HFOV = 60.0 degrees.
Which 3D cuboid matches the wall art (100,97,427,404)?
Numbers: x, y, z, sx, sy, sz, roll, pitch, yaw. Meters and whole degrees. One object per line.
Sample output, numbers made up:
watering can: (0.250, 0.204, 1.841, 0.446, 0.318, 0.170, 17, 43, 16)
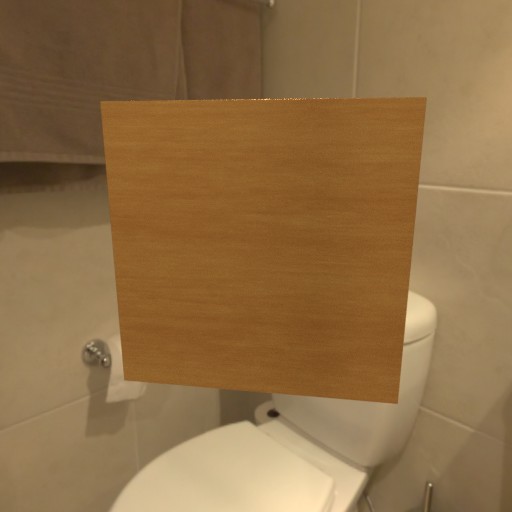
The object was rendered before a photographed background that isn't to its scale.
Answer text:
wall art: (0.000, 0.000, 0.454, 0.302, 0.302, 0.019, 2, 15, 9)
